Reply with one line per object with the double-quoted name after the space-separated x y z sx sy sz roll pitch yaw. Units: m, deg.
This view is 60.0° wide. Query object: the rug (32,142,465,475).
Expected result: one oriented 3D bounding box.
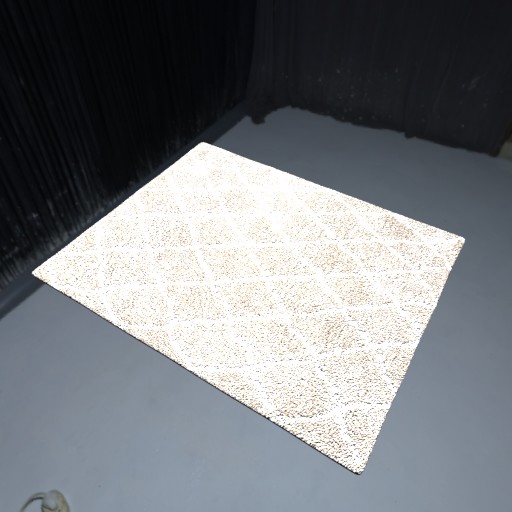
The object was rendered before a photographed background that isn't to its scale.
0.000 0.000 3.953 3.047 0.029 2.438 25 51 22 "rug"
